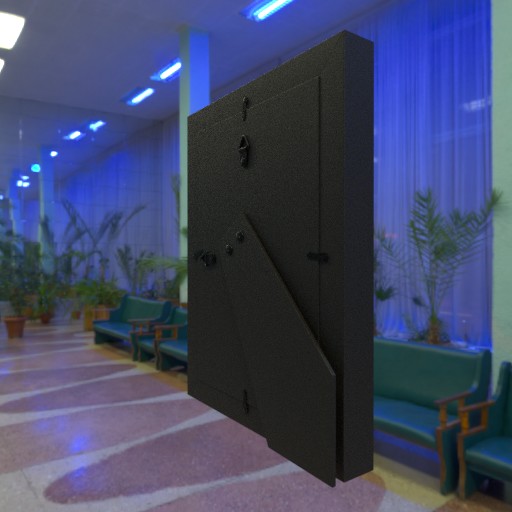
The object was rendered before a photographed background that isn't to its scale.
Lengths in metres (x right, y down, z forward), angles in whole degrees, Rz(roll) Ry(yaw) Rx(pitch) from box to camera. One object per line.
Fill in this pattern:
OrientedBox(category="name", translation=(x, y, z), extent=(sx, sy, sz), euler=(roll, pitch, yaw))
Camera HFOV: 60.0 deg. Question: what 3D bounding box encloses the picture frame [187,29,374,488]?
OrientedBox(category="picture frame", translation=(0.000, 0.000, 0.271), extent=(0.028, 0.208, 0.157), euler=(0, 0, -36))
